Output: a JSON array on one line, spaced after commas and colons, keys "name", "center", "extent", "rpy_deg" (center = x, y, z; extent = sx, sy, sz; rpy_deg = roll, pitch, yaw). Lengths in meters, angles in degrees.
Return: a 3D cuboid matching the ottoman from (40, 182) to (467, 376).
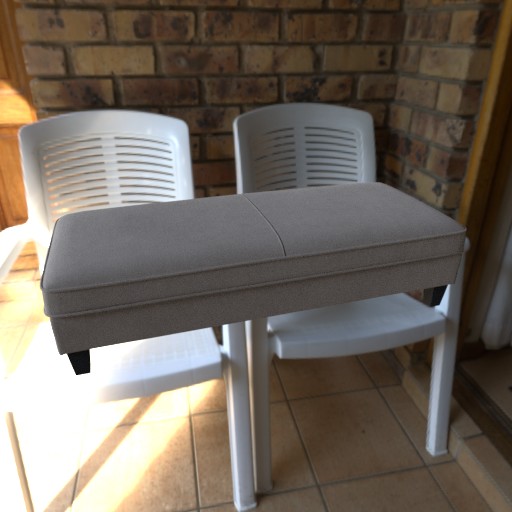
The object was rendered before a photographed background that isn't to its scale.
[{"name": "ottoman", "center": [0.000, 0.000, 2.042], "extent": [1.726, 0.460, 0.735], "rpy_deg": [-8, 28, -16]}]
